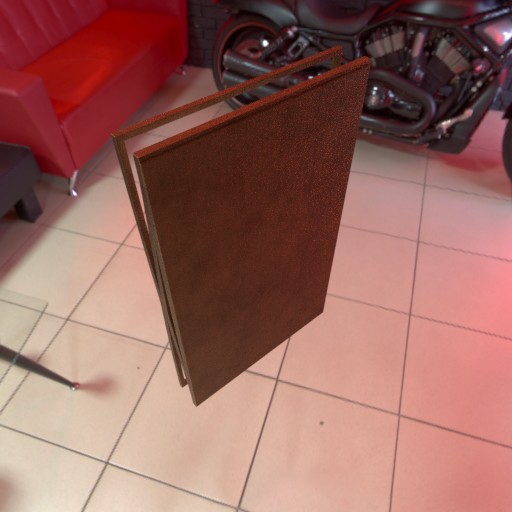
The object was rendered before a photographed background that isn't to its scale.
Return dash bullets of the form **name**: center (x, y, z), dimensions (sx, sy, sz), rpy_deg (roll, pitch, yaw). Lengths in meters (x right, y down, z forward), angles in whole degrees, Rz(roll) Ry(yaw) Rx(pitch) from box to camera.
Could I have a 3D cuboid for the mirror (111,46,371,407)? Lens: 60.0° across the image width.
- **mirror**: center (0.000, 0.000, 0.984), dimensions (0.468, 0.768, 0.082), rpy_deg (-32, 55, -26)
